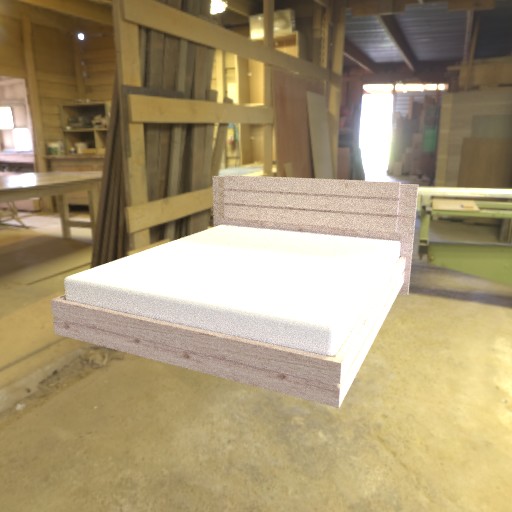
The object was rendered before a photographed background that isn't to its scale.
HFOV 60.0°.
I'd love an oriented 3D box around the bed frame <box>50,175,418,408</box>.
[{"bbox_3d":[0.000,0.000,3.257,1.950,0.970,2.080,7,16,25],"label":"bed frame"}]
